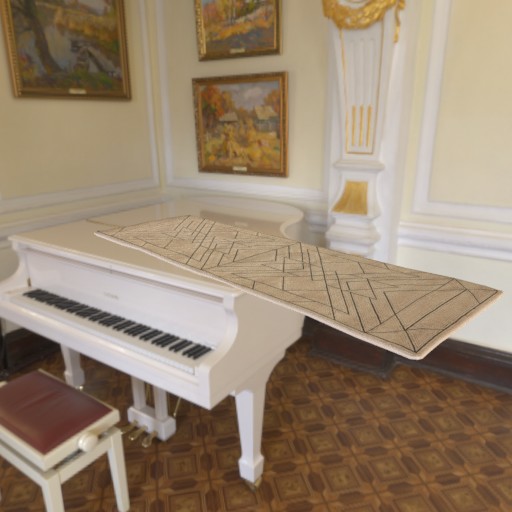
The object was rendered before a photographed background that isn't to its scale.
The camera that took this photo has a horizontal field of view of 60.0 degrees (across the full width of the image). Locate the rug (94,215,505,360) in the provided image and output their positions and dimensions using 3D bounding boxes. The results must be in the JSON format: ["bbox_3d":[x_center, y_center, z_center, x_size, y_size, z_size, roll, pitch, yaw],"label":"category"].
[{"bbox_3d":[0.000,0.000,2.540,0.831,0.036,2.381,-16,23,-42],"label":"rug"}]
